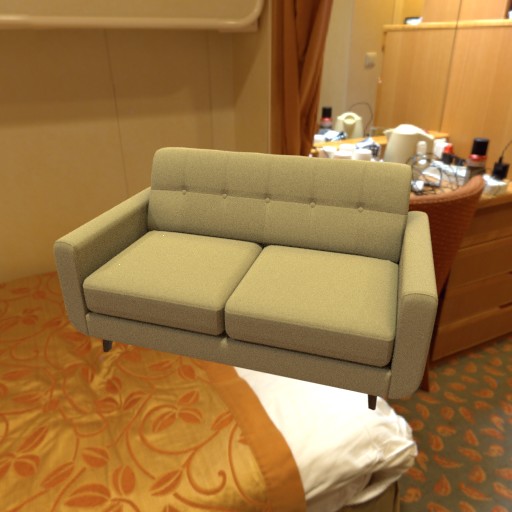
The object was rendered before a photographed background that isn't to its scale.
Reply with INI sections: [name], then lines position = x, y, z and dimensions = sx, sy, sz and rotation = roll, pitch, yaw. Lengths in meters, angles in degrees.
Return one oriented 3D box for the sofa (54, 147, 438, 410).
[sofa]
position = 0.000, 0.000, 2.262
dimensions = 1.655, 0.892, 0.980
rotation = 8, 27, 15
